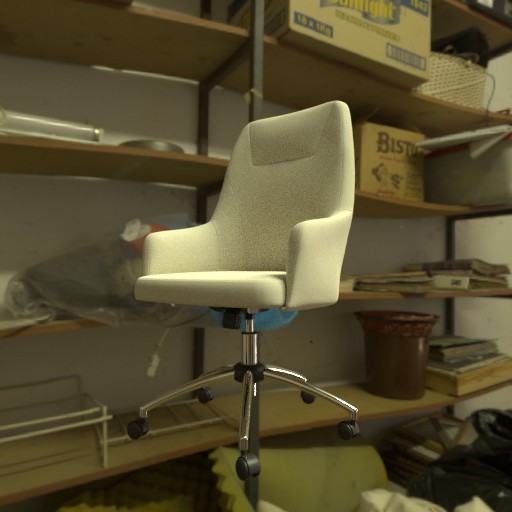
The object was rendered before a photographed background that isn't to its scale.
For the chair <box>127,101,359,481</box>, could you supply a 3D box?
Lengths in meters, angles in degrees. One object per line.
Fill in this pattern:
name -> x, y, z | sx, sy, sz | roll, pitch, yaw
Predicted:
chair -> 0.000, 0.000, 1.397 | 0.620, 1.049, 0.640 | -1, -2, 38
